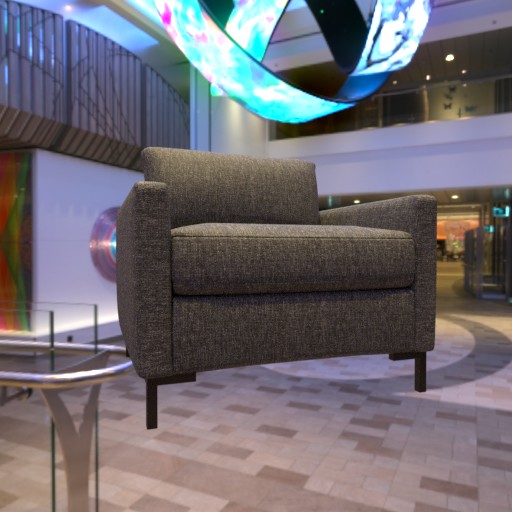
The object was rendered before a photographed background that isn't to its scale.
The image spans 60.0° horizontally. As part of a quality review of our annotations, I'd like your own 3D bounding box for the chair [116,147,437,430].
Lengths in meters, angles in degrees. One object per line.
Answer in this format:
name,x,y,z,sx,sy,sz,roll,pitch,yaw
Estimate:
chair,0.000,0.000,1.637,0.963,0.861,0.866,0,1,-20
